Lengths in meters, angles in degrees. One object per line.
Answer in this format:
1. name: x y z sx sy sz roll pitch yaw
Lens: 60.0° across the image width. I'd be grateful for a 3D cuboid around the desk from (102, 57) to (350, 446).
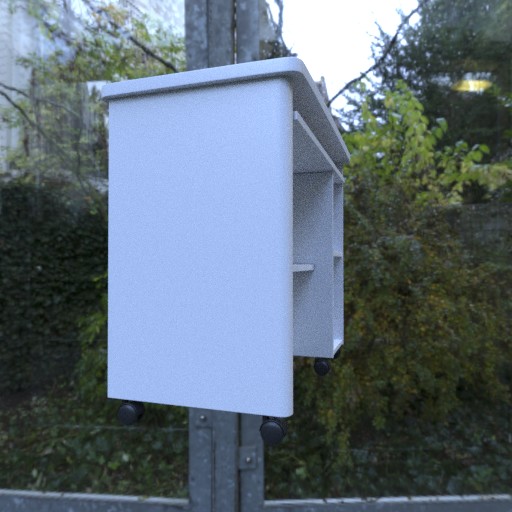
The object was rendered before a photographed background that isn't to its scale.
1. desk: 0.000 0.000 1.337 0.475 0.763 0.877 0 -1 18
